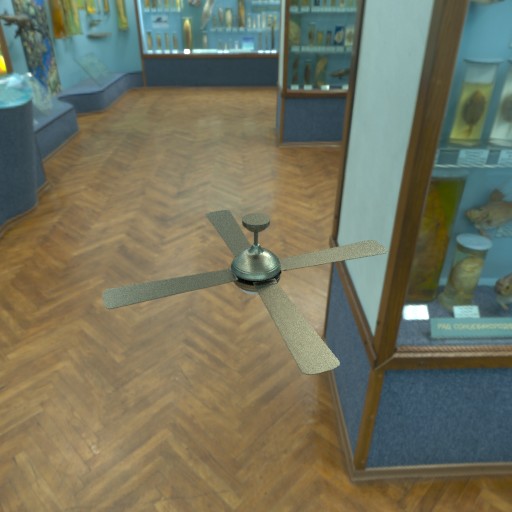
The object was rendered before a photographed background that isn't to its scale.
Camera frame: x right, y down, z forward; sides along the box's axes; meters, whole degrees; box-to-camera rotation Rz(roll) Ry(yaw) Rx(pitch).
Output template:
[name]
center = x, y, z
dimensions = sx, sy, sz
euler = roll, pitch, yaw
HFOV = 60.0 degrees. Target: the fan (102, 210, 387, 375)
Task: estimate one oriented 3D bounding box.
[fan]
center = 0.000, 0.000, 2.045
dimensions = 1.321, 0.381, 1.321
euler = 0, 31, 1
